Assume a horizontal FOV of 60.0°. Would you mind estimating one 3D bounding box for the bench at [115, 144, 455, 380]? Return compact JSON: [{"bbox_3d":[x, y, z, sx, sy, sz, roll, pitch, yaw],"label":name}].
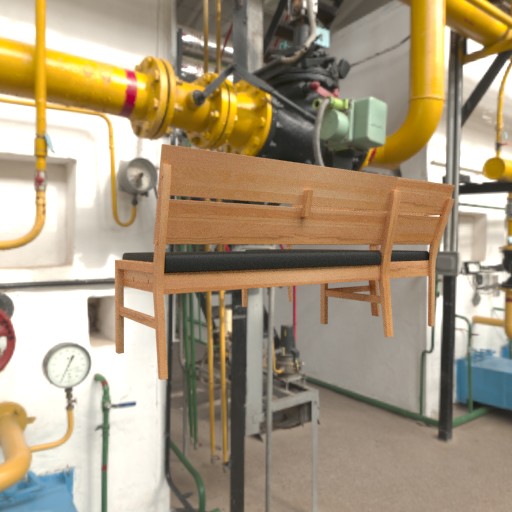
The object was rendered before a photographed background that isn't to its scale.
[{"bbox_3d":[0.000,0.000,2.840,1.948,0.890,1.548,-1,2,-35],"label":"bench"}]
